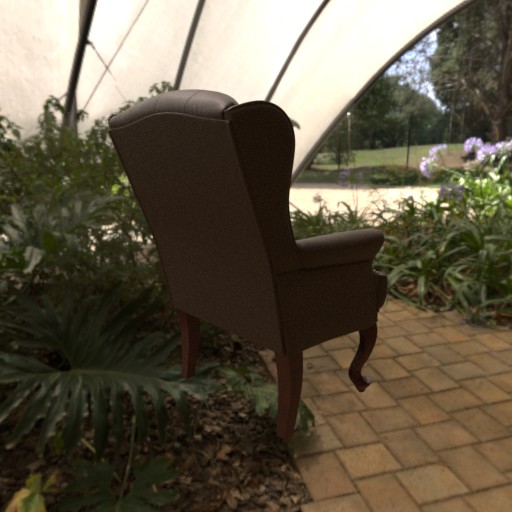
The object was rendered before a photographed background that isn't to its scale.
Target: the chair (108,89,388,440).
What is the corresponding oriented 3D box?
[{"bbox_3d":[0.000,0.000,1.687,0.819,1.132,0.829,-12,18,-42],"label":"chair"}]
